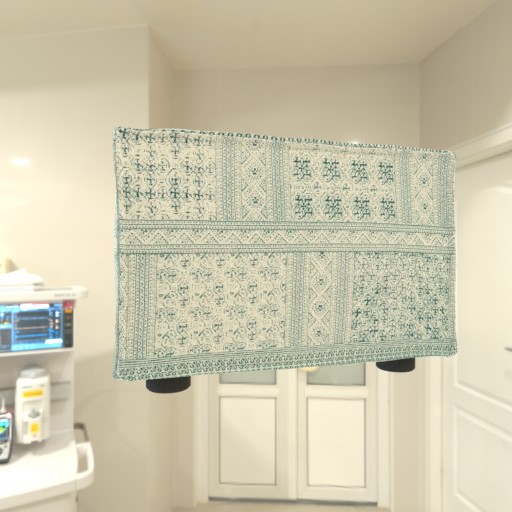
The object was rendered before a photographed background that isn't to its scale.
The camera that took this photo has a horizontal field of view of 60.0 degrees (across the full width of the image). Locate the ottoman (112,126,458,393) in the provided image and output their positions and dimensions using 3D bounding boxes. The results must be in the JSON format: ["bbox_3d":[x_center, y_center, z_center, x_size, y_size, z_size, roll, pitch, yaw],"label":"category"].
[{"bbox_3d":[0.000,0.000,1.021,0.626,0.439,0.617,0,0,-17],"label":"ottoman"}]
